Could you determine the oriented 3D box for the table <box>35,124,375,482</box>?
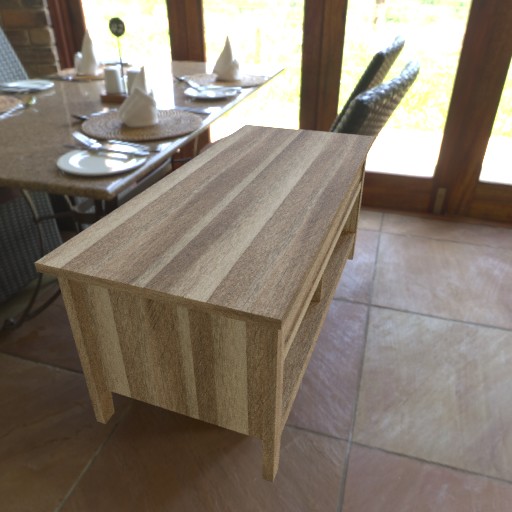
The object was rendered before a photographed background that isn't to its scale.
[{"bbox_3d":[0.000,0.000,1.332,0.493,0.480,1.095,11,33,17],"label":"table"}]
